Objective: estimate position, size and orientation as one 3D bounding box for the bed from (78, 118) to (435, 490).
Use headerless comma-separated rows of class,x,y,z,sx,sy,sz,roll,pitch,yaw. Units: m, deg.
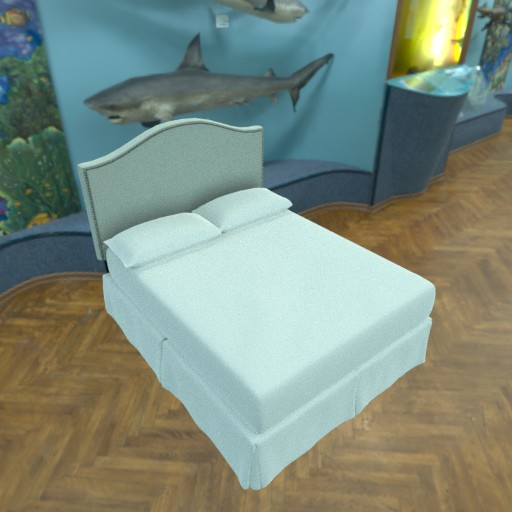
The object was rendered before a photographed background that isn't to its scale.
bed,0.000,0.000,3.344,1.813,1.607,2.180,-23,38,-32
